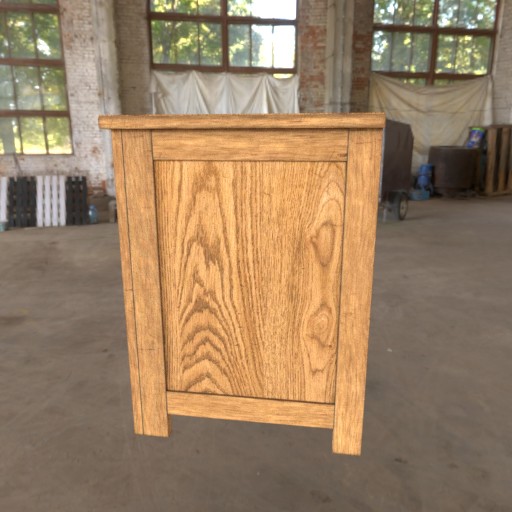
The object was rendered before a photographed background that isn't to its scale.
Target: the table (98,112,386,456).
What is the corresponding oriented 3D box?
[{"bbox_3d":[0.000,0.000,1.077,0.494,0.625,0.601,2,15,8],"label":"table"}]
